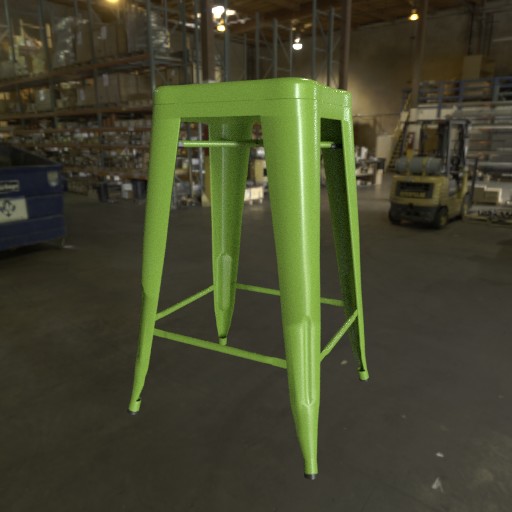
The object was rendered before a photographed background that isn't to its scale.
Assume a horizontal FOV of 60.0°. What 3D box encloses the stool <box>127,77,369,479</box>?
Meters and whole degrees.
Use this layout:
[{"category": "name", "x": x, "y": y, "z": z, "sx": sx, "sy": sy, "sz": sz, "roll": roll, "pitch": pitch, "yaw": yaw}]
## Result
[{"category": "stool", "x": 0.000, "y": 0.000, "z": 0.862, "sx": 0.398, "sy": 0.609, "sz": 0.358, "roll": 8, "pitch": 17, "yaw": 27}]
